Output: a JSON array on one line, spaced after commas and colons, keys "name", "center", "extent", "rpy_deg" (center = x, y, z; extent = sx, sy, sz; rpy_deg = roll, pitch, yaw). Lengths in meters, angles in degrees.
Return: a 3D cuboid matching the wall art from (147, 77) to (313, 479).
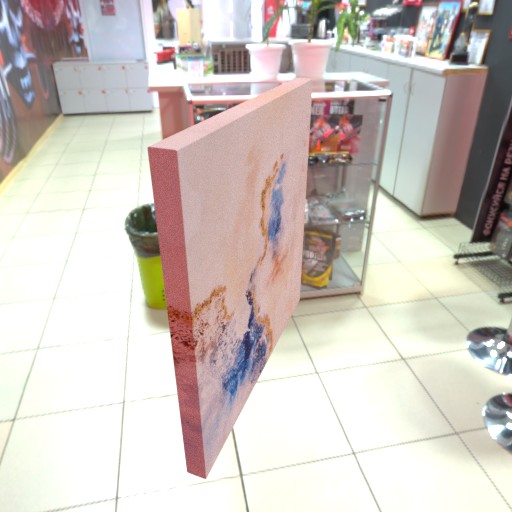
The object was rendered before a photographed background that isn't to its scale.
[{"name": "wall art", "center": [0.000, 0.000, 1.588], "extent": [0.071, 1.061, 1.061], "rpy_deg": [11, 31, 18]}]
